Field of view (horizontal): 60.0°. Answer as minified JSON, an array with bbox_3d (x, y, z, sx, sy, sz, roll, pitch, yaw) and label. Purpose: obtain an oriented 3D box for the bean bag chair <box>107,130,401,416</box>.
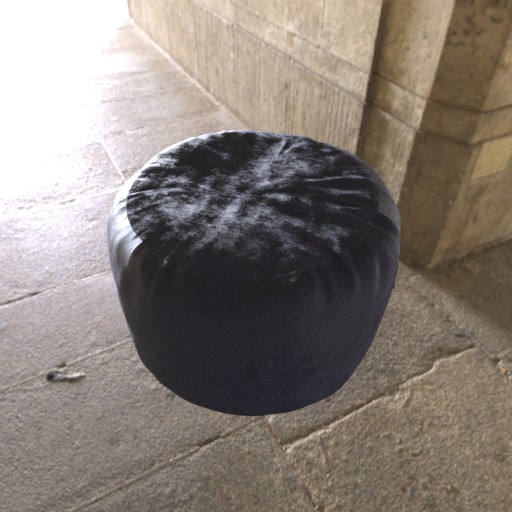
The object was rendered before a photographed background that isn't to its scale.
[{"bbox_3d":[0.000,0.000,1.977,1.219,0.762,1.219,0,42,0],"label":"bean bag chair"}]
